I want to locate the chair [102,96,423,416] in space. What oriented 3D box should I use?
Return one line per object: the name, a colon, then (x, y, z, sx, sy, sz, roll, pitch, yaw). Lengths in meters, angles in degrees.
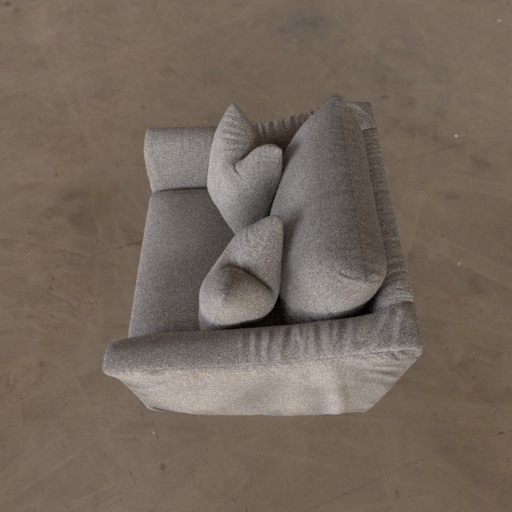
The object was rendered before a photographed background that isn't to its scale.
chair: (0.000, 0.000, 1.982, 1.071, 1.059, 1.194, 0, 58, 0)
